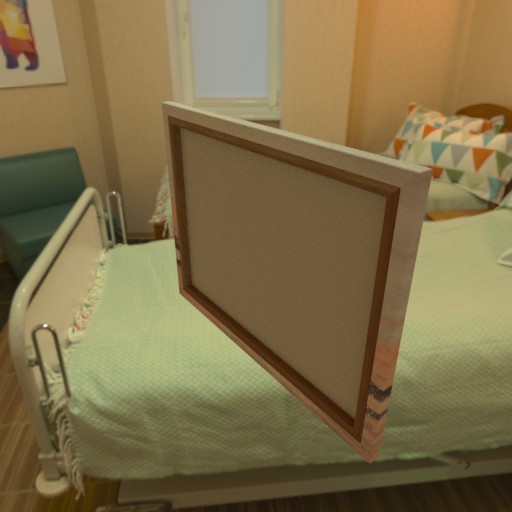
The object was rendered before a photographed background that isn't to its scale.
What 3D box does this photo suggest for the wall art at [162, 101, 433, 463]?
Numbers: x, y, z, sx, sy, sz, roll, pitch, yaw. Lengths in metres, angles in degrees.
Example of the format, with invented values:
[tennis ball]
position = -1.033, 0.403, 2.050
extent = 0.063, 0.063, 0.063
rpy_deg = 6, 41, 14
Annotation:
[wall art]
position = 0.000, 0.000, 1.322
extent = 0.038, 0.763, 1.015
rpy_deg = -19, 33, -32
